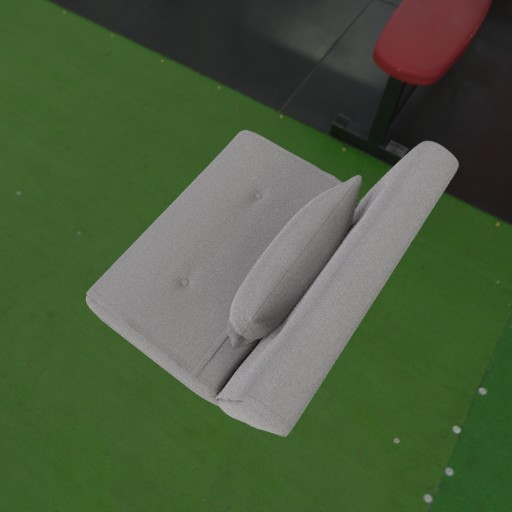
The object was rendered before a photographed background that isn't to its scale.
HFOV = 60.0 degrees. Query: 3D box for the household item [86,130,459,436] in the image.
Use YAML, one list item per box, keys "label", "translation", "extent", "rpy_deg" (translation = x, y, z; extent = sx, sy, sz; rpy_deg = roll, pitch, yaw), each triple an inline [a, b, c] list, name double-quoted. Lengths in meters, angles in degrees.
- label: "household item"
  translation: [0.000, 0.000, 1.636]
  extent: [0.874, 0.800, 1.000]
  rpy_deg: [33, 68, 15]
